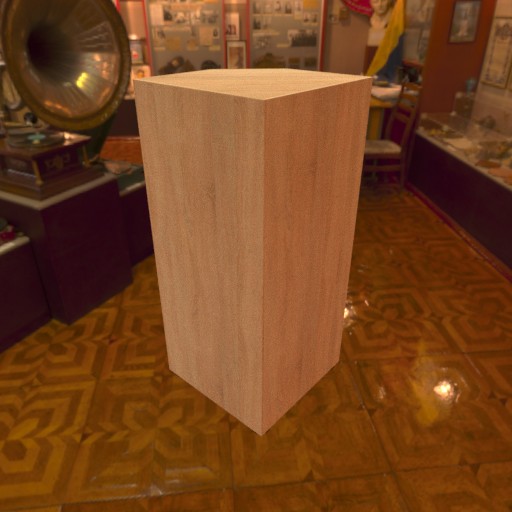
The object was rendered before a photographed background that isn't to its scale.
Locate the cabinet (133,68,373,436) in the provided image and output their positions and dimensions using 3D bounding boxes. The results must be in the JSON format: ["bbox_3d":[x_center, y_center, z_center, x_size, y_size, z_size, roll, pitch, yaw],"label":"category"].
[{"bbox_3d":[0.000,0.000,2.860,1.327,2.120,1.094,-2,29,-3],"label":"cabinet"}]
